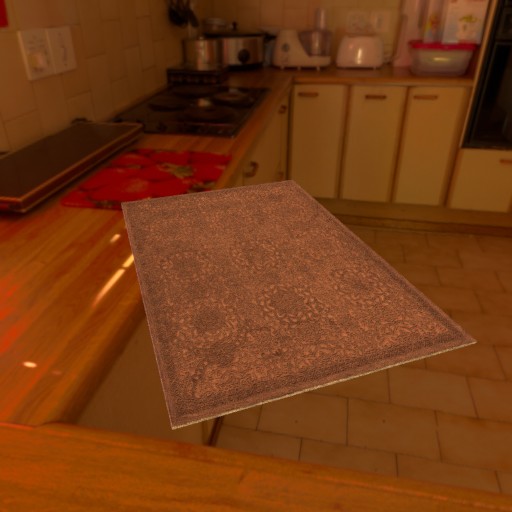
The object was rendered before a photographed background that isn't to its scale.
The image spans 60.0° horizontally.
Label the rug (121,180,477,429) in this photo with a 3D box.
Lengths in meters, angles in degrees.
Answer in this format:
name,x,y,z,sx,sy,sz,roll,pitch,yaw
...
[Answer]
name,x,y,z,sx,sy,sz,roll,pitch,yaw
rug,0.000,0.000,2.313,1.208,0.012,1.819,-10,33,-17
